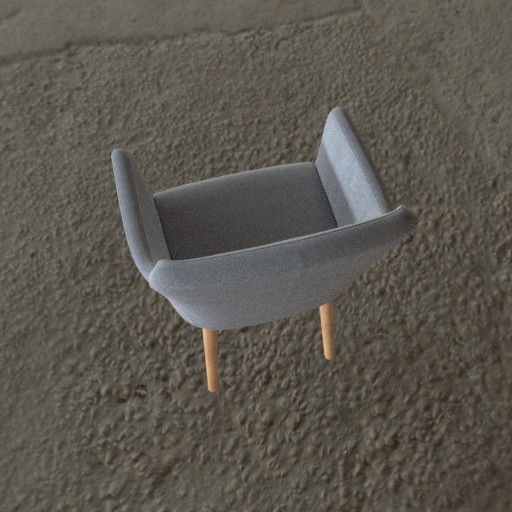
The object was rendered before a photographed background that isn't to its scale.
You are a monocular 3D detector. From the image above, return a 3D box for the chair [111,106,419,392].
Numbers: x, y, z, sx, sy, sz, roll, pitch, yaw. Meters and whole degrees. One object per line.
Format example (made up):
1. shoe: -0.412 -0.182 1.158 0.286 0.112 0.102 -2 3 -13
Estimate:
1. chair: 0.000 0.000 1.141 0.570 0.780 0.540 -13 59 -8
